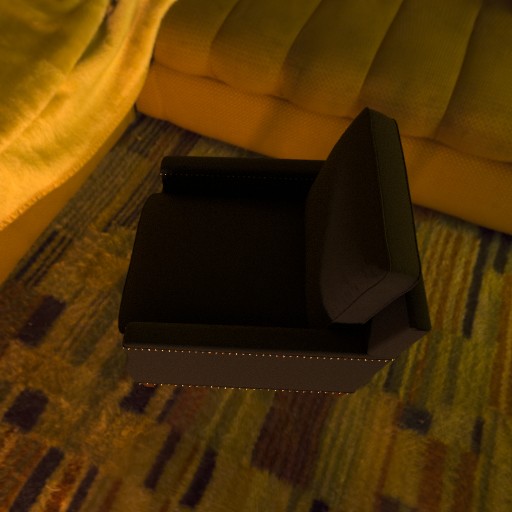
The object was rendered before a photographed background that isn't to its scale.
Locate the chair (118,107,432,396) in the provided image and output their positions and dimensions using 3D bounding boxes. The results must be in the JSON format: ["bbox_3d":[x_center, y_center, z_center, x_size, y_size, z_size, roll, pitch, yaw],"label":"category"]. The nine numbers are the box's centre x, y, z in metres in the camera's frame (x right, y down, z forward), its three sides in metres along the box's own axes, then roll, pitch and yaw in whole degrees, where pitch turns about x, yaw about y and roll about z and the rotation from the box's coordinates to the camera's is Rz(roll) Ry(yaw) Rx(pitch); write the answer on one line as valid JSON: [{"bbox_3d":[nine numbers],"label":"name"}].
[{"bbox_3d":[0.000,0.000,1.724,1.014,0.943,0.853,2,58,1],"label":"chair"}]
